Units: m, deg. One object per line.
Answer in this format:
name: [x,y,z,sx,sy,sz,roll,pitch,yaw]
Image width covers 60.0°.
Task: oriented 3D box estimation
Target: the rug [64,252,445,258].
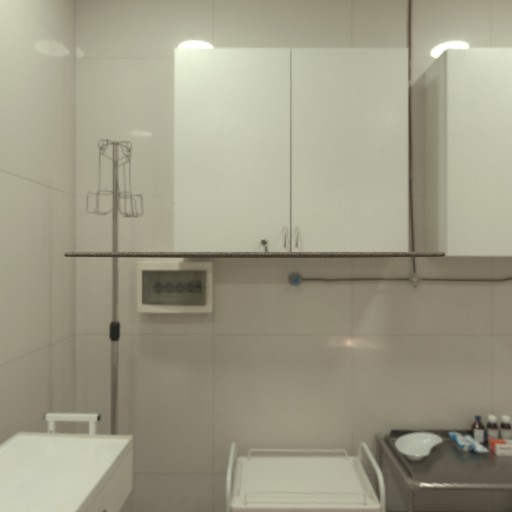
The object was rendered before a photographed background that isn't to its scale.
rug: [0.000,0.000,2.326,1.219,0.016,1.829,0,0,0]
